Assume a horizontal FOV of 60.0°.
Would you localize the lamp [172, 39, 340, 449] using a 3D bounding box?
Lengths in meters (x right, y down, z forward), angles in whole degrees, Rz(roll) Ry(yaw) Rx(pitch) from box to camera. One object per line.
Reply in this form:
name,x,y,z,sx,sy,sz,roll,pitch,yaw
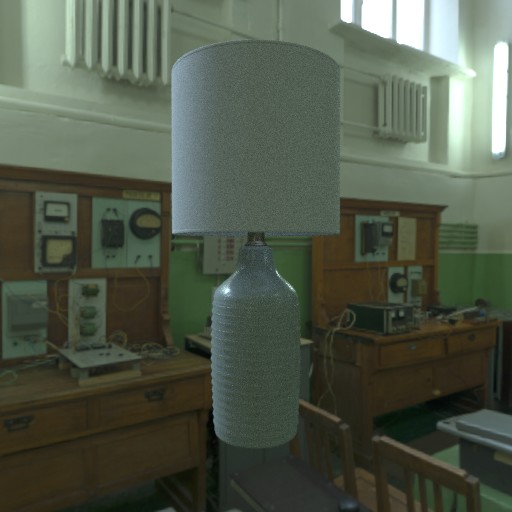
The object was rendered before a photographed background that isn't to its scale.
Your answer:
lamp,0.000,0.000,0.595,0.220,0.475,0.220,-1,2,-35
